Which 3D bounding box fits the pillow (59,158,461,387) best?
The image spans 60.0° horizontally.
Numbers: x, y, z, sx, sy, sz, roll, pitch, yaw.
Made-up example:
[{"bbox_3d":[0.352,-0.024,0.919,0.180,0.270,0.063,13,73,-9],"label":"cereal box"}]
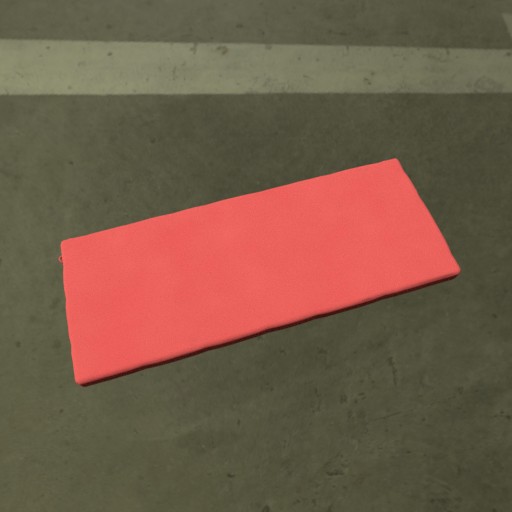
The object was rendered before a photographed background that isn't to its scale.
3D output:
[{"bbox_3d":[0.000,0.000,1.374,1.187,0.081,0.492,-15,64,-8],"label":"pillow"}]
